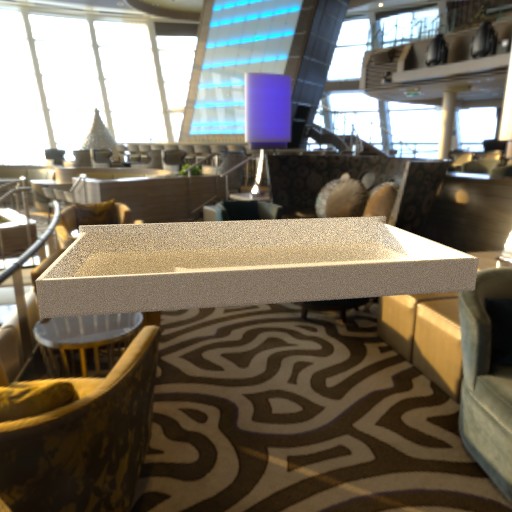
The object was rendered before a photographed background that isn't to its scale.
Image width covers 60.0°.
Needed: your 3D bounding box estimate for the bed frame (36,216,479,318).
[{"bbox_3d":[0.000,0.000,1.569,1.300,0.141,0.670,-3,14,-10],"label":"bed frame"}]
